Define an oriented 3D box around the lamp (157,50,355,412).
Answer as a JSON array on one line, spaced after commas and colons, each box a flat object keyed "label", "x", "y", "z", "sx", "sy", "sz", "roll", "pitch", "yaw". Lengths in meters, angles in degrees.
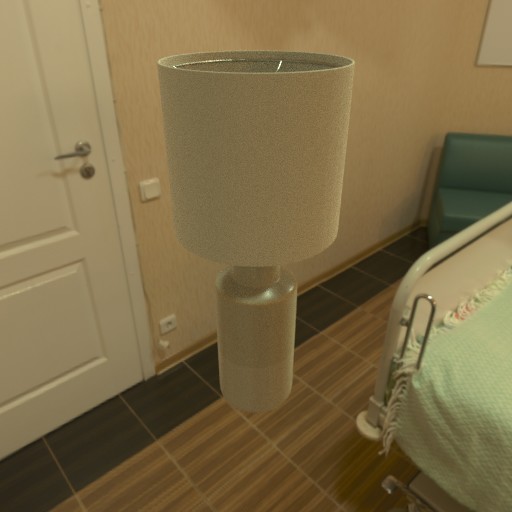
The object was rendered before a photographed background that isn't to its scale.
[{"label": "lamp", "x": 0.000, "y": 0.000, "z": 0.605, "sx": 0.212, "sy": 0.493, "sz": 0.212, "roll": 10, "pitch": 31, "yaw": 16}]
